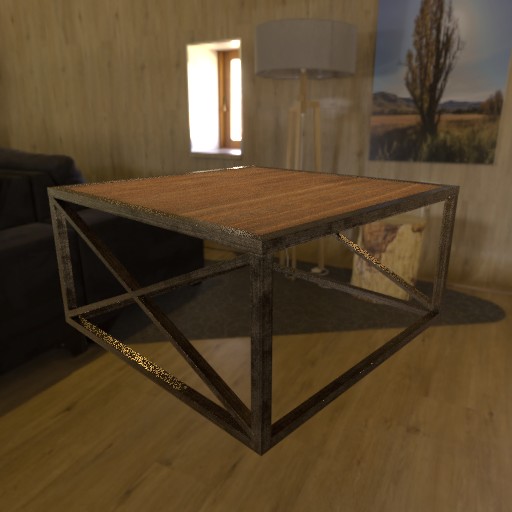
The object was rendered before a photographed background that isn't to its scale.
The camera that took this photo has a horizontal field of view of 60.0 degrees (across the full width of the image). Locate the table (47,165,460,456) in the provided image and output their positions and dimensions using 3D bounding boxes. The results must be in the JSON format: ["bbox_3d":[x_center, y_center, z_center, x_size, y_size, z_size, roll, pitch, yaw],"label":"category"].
[{"bbox_3d":[0.000,0.000,1.439,0.899,0.451,0.909,16,23,41],"label":"table"}]
